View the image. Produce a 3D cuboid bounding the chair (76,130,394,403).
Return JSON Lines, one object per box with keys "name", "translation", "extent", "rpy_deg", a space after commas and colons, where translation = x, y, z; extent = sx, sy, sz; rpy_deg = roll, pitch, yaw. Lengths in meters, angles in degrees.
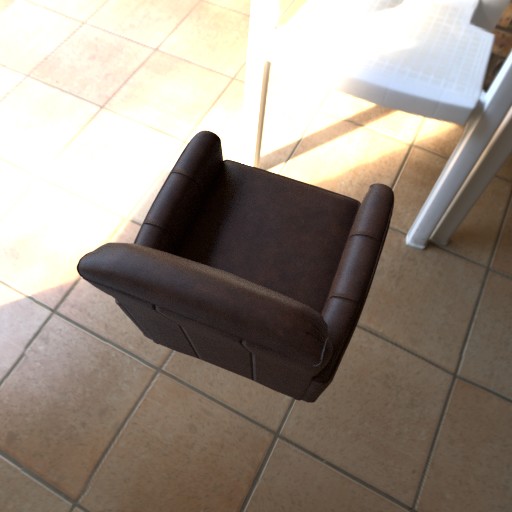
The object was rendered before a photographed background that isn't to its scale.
{"name": "chair", "translation": [0.000, 0.000, 1.633], "extent": [0.839, 1.010, 0.850], "rpy_deg": [19, 65, 10]}
